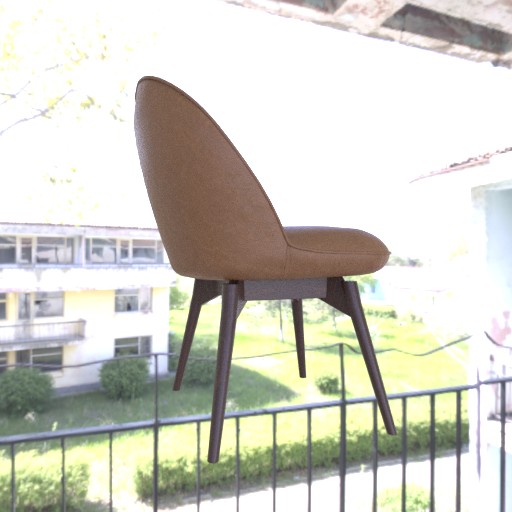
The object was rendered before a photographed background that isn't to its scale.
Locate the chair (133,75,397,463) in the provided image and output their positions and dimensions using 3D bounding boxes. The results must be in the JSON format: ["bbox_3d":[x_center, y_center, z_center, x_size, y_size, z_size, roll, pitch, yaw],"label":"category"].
[{"bbox_3d":[0.000,0.000,1.193,0.631,0.831,0.521,0,0,-19],"label":"chair"}]
